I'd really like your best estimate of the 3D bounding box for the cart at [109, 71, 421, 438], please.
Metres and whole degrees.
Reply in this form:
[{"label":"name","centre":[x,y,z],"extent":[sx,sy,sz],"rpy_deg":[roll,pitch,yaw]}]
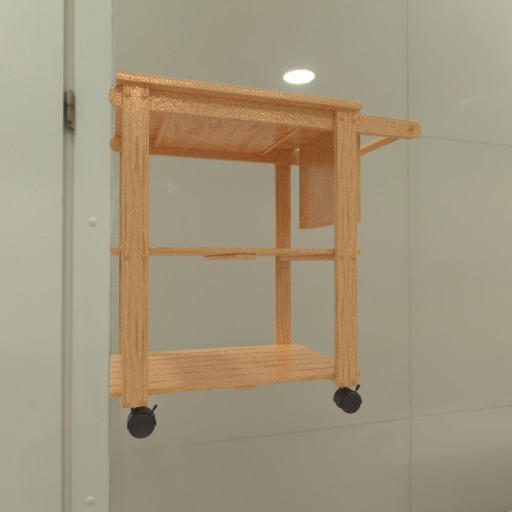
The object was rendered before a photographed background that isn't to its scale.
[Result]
[{"label":"cart","centre":[0.000,0.000,1.333],"extent":[0.843,0.816,0.520],"rpy_deg":[0,-1,-18]}]
